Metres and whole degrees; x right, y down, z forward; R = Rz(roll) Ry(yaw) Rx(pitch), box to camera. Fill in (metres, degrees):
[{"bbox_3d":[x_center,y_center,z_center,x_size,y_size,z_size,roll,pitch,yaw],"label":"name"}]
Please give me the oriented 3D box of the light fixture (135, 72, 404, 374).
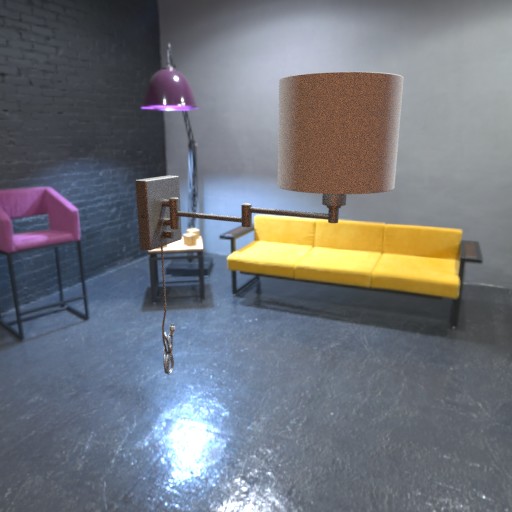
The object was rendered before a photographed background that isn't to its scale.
[{"bbox_3d":[0.000,0.000,0.896,0.516,0.651,0.203,8,17,25],"label":"light fixture"}]
